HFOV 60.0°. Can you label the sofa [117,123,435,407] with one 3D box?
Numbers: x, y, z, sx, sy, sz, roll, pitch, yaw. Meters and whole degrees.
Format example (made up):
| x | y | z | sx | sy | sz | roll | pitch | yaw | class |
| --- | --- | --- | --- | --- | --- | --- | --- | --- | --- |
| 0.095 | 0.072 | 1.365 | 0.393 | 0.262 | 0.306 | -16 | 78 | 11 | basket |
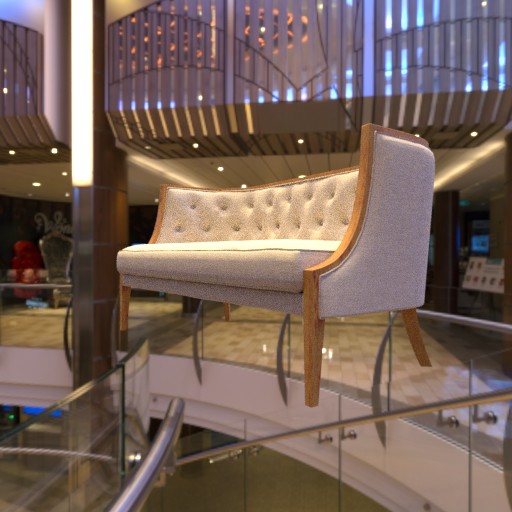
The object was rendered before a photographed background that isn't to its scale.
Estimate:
| x | y | z | sx | sy | sz | roll | pitch | yaw | class |
| --- | --- | --- | --- | --- | --- | --- | --- | --- | --- |
| 0.000 | 0.000 | 1.932 | 0.770 | 0.775 | 1.474 | 0 | 1 | -36 | sofa |
